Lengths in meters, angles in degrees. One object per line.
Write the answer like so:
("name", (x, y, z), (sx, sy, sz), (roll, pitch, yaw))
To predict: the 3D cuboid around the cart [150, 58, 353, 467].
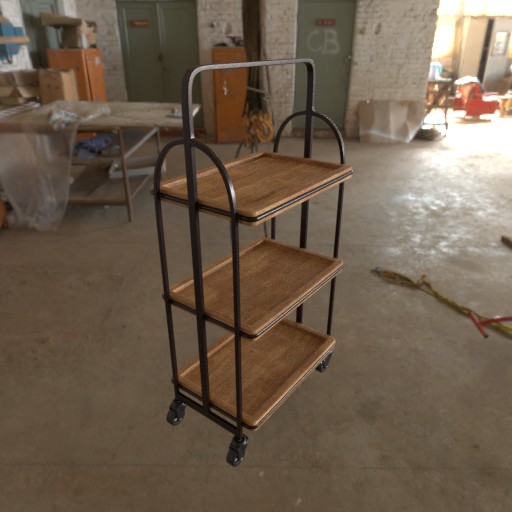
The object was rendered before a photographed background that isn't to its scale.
("cart", (0.000, 0.000, 1.242), (0.327, 1.001, 0.553), (18, 32, 33))
